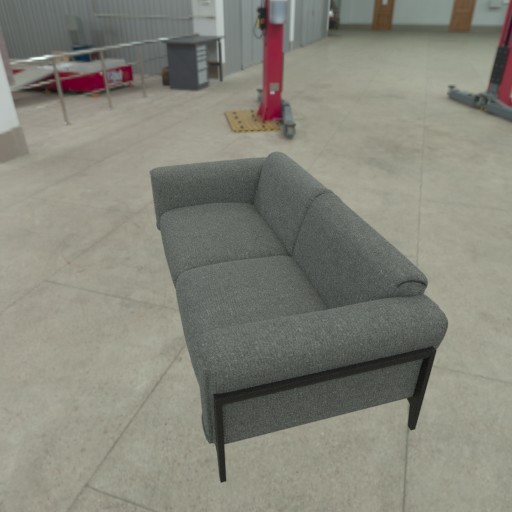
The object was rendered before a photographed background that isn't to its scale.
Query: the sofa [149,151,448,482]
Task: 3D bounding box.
[{"bbox_3d":[0.000,0.000,2.531,0.985,0.703,2.125,-9,31,-14],"label":"sofa"}]
